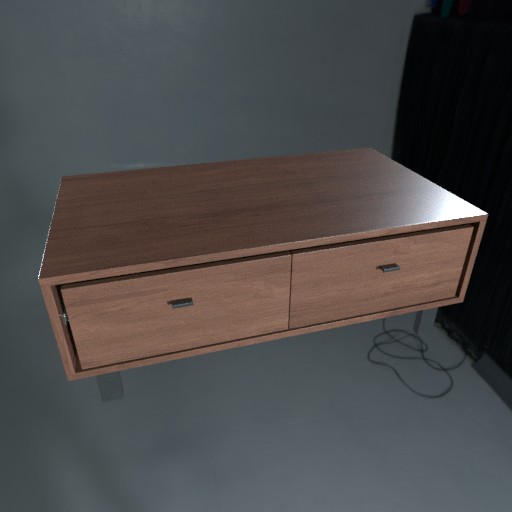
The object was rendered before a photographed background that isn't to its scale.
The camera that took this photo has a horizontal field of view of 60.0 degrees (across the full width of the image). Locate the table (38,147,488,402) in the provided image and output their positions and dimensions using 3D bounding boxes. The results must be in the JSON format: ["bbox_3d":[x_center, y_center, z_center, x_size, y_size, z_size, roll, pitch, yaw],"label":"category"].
[{"bbox_3d":[0.000,0.000,1.284,1.020,0.380,0.600,-9,31,-14],"label":"table"}]
